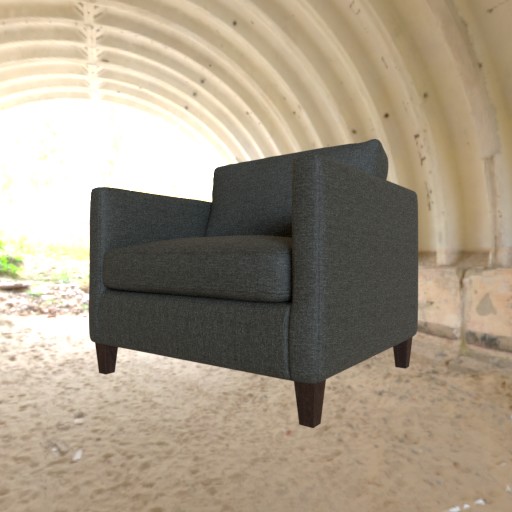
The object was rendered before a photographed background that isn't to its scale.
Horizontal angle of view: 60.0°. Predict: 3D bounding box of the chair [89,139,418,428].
[{"bbox_3d":[0.000,0.000,1.876,1.107,0.963,0.959,0,0,36],"label":"chair"}]
